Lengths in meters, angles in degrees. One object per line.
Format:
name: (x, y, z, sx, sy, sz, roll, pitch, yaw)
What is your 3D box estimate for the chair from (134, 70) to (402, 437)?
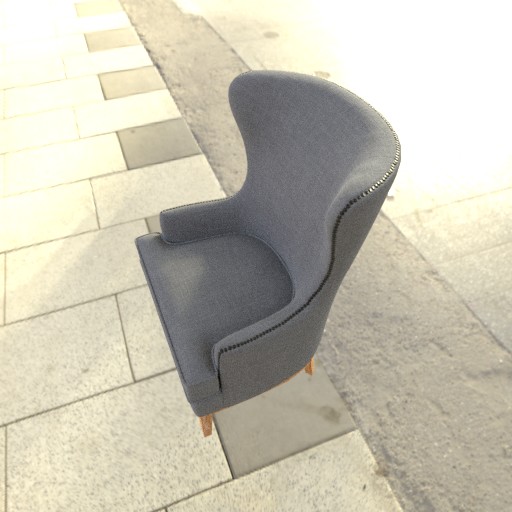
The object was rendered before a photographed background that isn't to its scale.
chair: (0.000, 0.000, 1.838, 0.883, 1.176, 0.864, -17, 49, -16)
